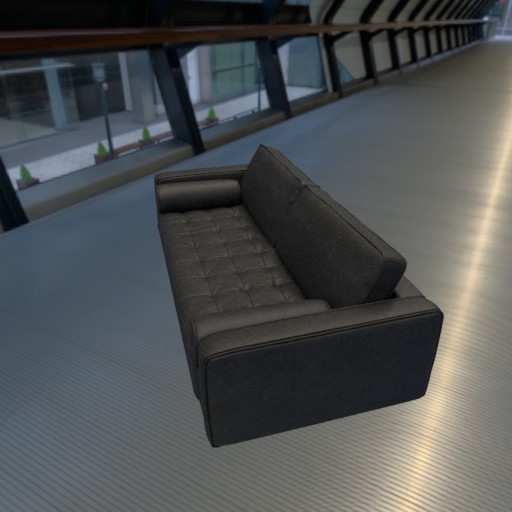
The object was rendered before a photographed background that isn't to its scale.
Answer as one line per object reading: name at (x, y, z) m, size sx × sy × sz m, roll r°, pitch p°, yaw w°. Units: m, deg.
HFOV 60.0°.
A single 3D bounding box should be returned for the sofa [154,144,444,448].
sofa at (0.000, 0.000, 2.351) m, size 0.921 × 0.770 × 1.879 m, roll -8°, pitch 30°, yaw -14°
